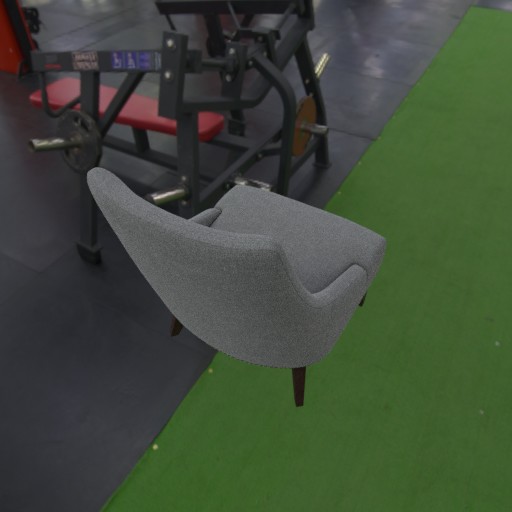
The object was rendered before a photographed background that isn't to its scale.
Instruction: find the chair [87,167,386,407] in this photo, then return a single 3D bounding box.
[{"bbox_3d":[0.000,0.000,1.518,0.701,0.909,0.861,23,49,22],"label":"chair"}]
